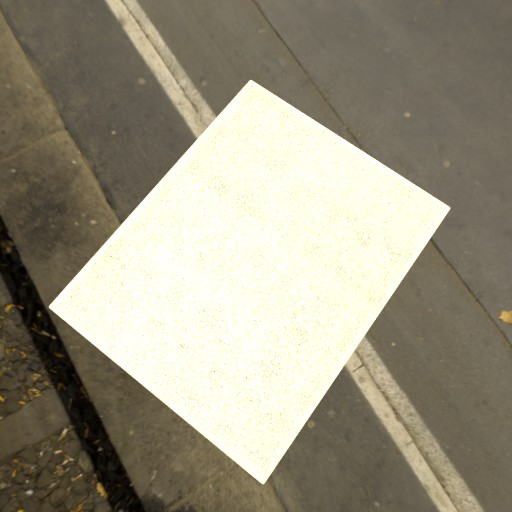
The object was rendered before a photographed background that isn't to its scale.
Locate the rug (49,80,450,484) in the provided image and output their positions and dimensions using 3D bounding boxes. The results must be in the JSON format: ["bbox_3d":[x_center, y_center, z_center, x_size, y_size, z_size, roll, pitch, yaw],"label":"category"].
[{"bbox_3d":[0.000,0.000,4.174,2.441,0.015,3.050,36,77,10],"label":"rug"}]
